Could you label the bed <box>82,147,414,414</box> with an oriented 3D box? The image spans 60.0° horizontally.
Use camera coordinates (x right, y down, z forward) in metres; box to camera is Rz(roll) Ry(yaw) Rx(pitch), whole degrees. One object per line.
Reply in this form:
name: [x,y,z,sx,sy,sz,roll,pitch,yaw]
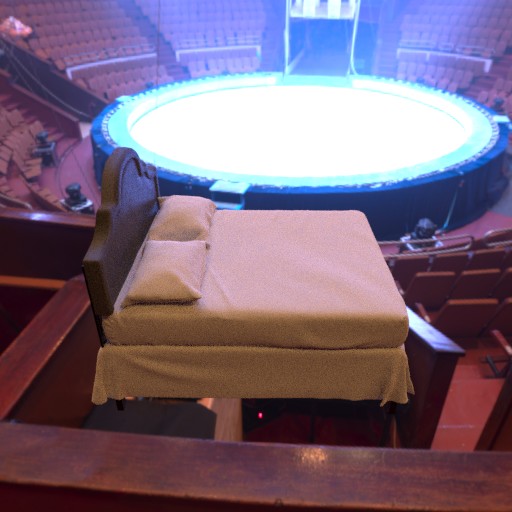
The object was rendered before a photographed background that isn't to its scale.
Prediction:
bed: [0.000,0.000,3.405,2.222,1.634,1.780,1,32,1]
